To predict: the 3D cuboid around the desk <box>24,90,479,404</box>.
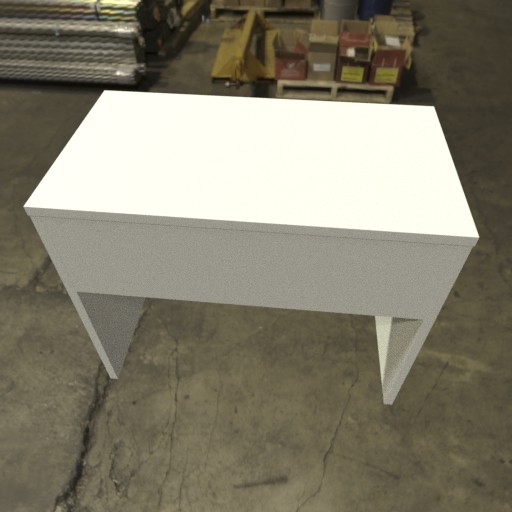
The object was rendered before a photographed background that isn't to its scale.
[{"bbox_3d":[0.000,0.000,1.305,0.900,0.729,0.498,4,47,4],"label":"desk"}]
